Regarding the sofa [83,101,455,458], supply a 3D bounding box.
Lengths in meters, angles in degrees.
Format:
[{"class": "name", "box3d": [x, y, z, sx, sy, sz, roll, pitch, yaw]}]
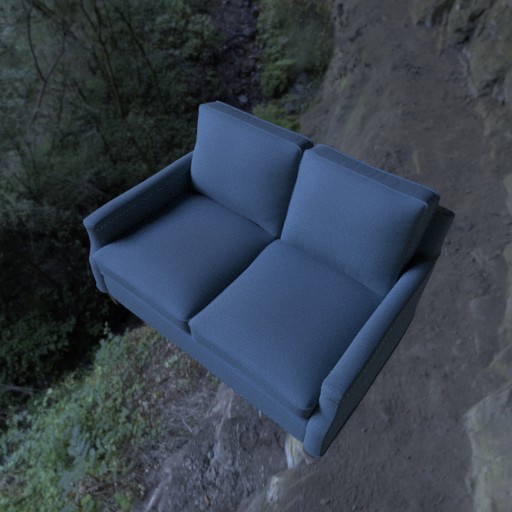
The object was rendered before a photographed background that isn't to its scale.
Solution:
[{"class": "sofa", "box3d": [0.000, 0.000, 2.323, 1.597, 1.003, 1.084, 31, 54, 25]}]
